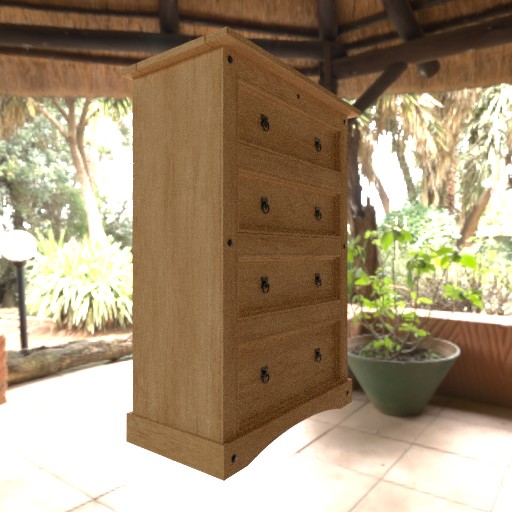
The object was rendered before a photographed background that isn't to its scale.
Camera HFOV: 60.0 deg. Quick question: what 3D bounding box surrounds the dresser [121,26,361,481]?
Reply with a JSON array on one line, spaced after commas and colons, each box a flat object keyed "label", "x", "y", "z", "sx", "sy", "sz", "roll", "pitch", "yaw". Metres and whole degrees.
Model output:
[{"label": "dresser", "x": 0.000, "y": 0.000, "z": 1.754, "sx": 0.485, "sy": 1.300, "sz": 0.915, "roll": 0, "pitch": 0, "yaw": 37}]
